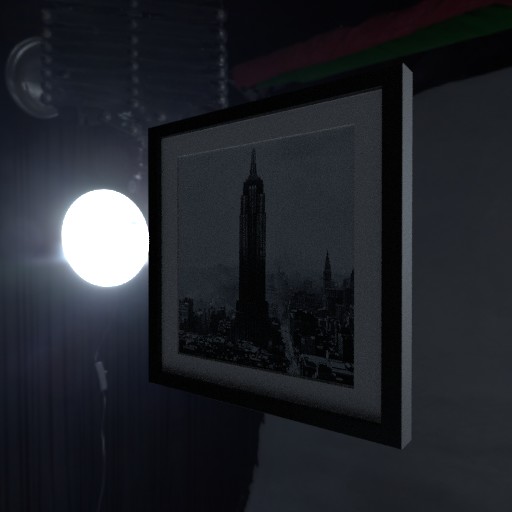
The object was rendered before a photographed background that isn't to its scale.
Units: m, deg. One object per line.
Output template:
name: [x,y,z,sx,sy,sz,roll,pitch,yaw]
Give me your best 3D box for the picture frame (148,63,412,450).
picture frame: [0.000,0.000,0.522,0.355,0.353,0.029,0,1,37]
